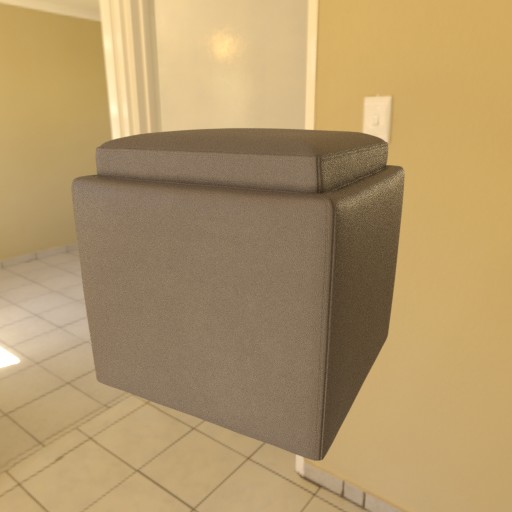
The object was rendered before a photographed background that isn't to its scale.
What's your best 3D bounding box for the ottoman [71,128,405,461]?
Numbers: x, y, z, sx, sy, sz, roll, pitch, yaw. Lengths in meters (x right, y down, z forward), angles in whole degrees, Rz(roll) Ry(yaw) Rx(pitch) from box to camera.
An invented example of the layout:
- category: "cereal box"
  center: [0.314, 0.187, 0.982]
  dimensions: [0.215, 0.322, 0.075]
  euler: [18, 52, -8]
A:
- category: "ottoman"
  center: [0.000, 0.000, 0.833]
  dimensions: [0.450, 0.460, 0.451]
  euler: [9, 19, 27]
